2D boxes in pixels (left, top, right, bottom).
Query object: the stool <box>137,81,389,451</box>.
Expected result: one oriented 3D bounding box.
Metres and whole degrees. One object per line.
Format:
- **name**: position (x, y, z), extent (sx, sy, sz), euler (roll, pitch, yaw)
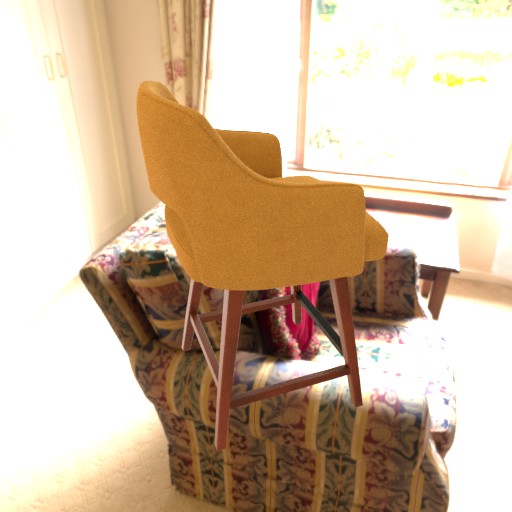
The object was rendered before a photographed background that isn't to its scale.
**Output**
- **stool**: position (0.000, 0.000, 1.257), extent (0.558, 0.924, 0.548), euler (-10, 31, -18)
